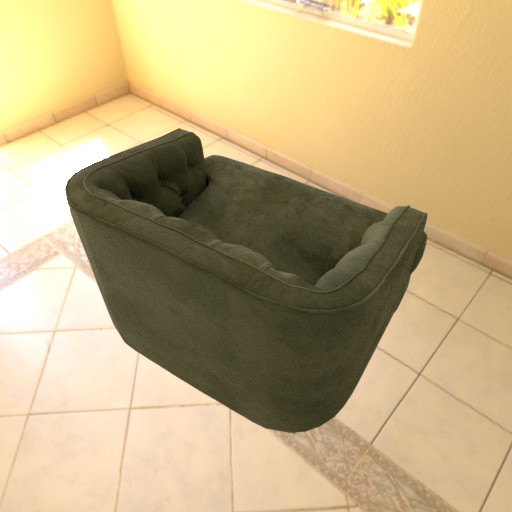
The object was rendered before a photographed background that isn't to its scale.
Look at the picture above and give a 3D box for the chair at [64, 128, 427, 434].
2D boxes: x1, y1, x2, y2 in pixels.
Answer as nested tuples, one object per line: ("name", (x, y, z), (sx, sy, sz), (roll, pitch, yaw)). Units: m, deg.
("chair", (0.000, 0.000, 1.733), (1.104, 0.852, 0.941), (24, 50, 22))
